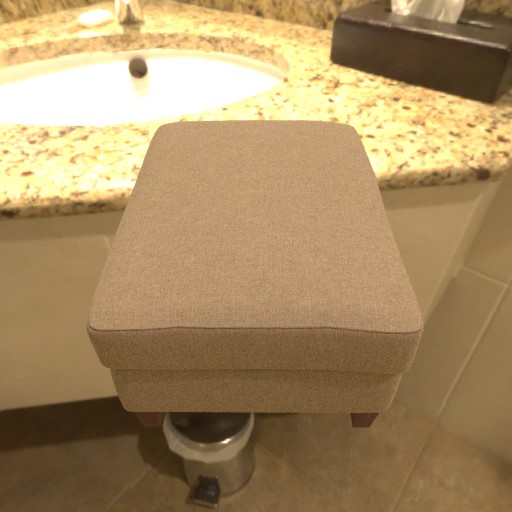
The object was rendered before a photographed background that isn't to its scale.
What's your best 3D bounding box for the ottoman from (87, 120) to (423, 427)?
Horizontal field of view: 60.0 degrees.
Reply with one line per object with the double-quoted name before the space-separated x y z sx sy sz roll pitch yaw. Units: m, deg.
"ottoman" 0.000 0.000 1.301 0.677 0.519 0.898 0 42 0
